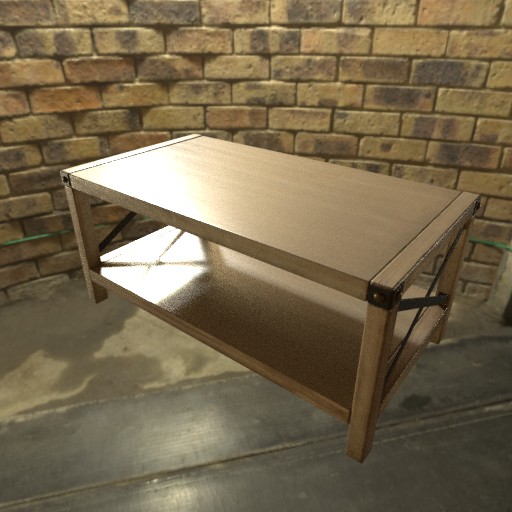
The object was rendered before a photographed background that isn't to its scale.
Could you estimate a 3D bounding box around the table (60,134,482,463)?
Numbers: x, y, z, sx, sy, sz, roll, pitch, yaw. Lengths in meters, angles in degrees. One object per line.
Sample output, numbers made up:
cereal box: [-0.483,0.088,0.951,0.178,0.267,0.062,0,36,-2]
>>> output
table: [0.000,0.000,1.295,1.016,0.456,0.559,21,35,33]
